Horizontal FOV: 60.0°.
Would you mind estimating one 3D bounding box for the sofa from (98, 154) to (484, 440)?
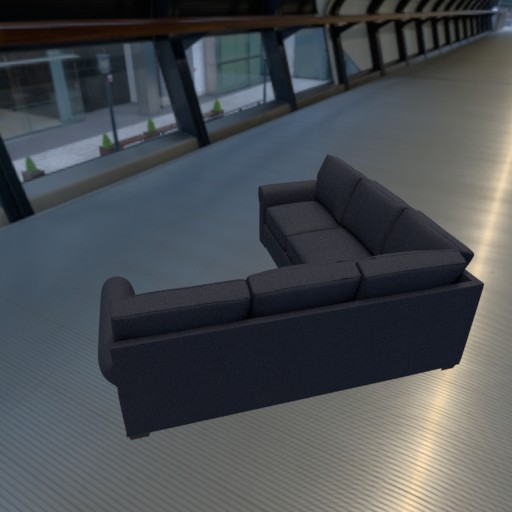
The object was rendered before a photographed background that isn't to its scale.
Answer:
[{"bbox_3d":[0.000,0.000,3.899,2.562,1.042,2.487,-8,31,-13],"label":"sofa"}]
